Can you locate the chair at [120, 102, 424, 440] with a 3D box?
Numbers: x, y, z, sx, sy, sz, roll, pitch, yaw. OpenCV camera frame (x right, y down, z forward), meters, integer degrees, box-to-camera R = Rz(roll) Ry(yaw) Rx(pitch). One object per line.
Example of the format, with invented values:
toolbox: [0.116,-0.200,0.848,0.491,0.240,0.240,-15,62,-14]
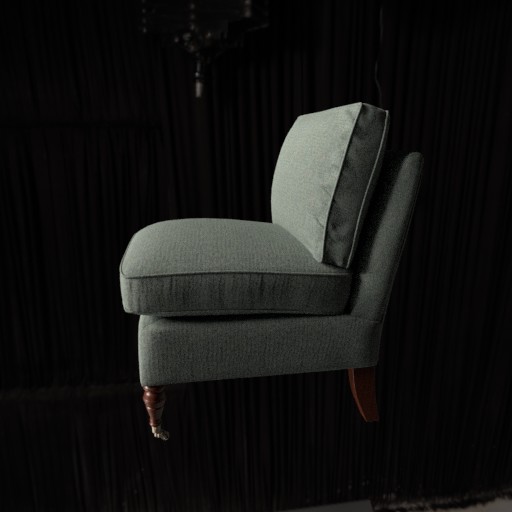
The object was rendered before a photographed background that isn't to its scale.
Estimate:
chair: [0.000,0.000,1.433,0.796,0.901,0.624,-2,14,-10]
